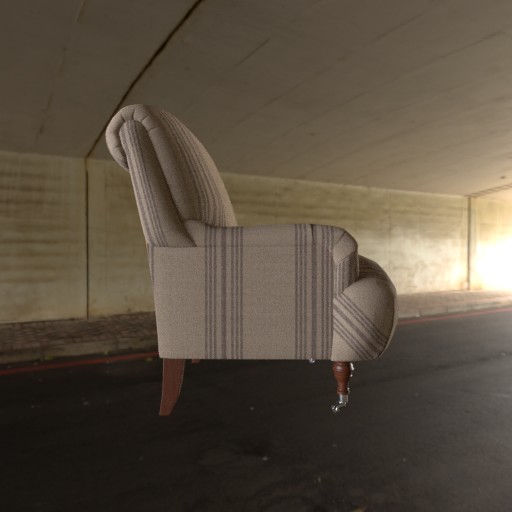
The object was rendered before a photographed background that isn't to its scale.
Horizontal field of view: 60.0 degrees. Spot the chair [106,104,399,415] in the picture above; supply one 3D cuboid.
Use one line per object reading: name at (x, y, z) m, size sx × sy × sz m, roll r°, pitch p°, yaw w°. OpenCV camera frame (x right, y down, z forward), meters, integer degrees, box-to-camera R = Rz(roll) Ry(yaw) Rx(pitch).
chair at (0.000, 0.000, 1.626) m, size 0.914 × 0.940 × 0.813 m, roll 0°, pitch 0°, yaw 1°
